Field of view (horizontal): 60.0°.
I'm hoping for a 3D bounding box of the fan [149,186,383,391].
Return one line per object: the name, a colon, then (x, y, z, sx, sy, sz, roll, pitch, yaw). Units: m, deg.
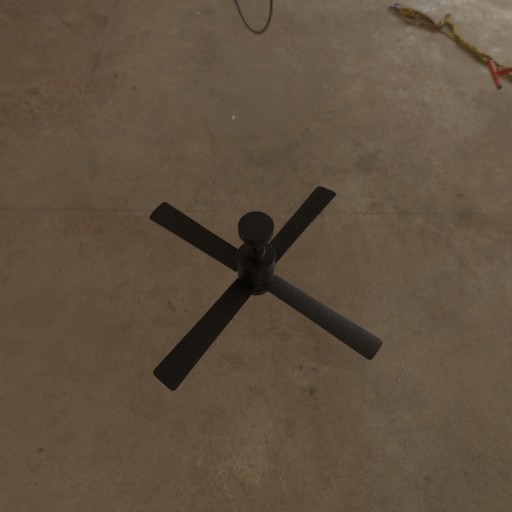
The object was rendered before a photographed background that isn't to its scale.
fan: (0.000, 0.000, 2.319, 1.525, 0.534, 1.525, 33, 63, 19)
